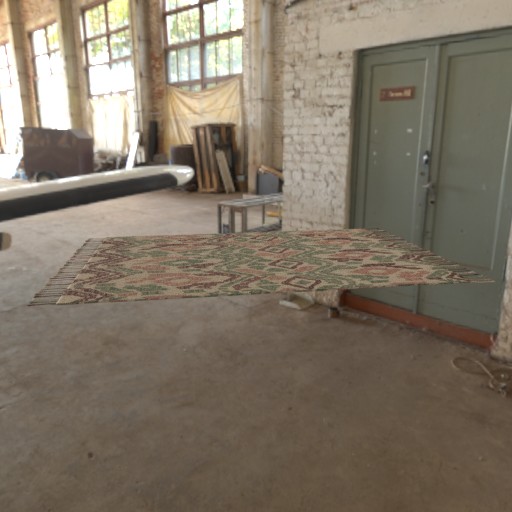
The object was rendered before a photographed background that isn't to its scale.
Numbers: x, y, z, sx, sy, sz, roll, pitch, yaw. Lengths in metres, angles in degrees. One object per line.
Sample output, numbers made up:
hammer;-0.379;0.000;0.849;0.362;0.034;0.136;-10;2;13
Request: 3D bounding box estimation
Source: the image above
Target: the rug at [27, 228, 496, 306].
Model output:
rug;0.000;0.000;2.959;2.438;0.011;1.524;-2;15;-9
